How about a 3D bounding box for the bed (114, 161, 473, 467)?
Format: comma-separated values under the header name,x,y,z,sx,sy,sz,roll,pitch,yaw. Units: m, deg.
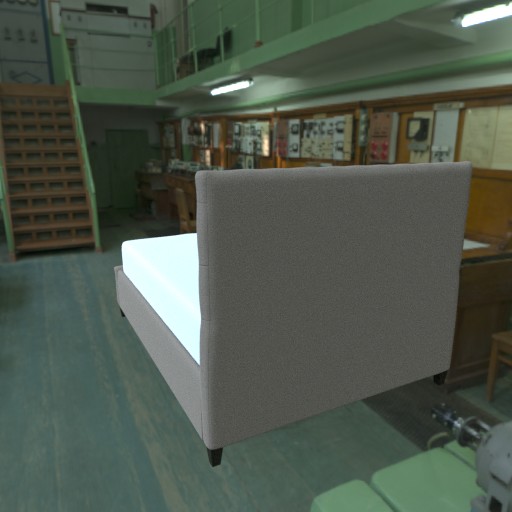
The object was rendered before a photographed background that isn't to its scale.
name,x,y,z,sx,sy,sz,roll,pitch,yaw
bed,0.000,0.000,3.282,1.696,1.426,2.233,-8,17,-27
